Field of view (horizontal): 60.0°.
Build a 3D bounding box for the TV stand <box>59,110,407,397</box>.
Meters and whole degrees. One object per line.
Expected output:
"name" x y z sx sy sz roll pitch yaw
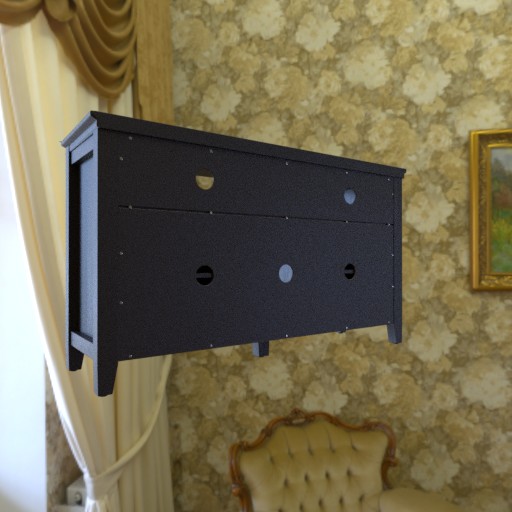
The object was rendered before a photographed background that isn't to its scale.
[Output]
"TV stand" 0.000 0.000 1.524 1.198 0.681 0.347 0 0 -35
